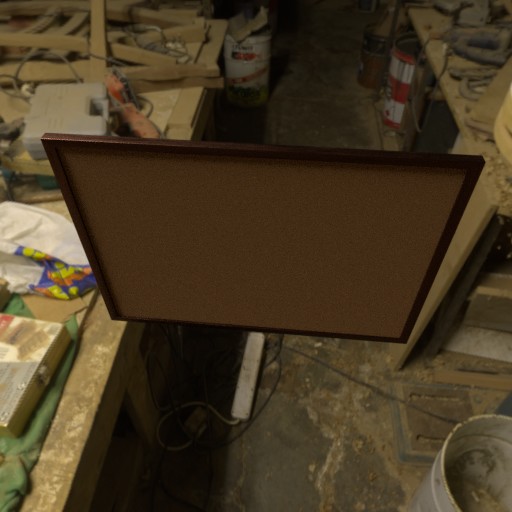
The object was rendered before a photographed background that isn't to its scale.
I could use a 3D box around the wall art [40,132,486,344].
[{"bbox_3d":[0.000,0.000,0.539,0.431,0.304,0.012,4,46,4],"label":"wall art"}]
